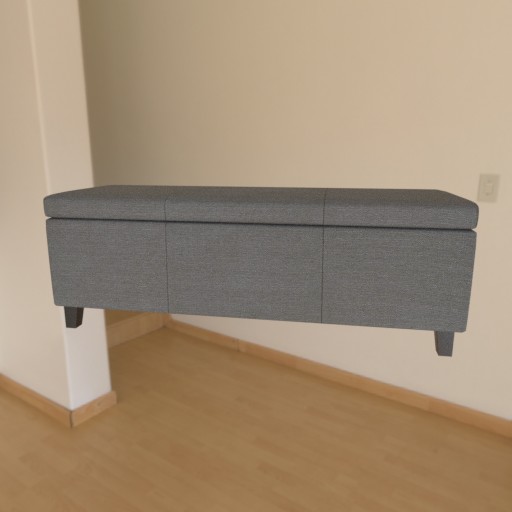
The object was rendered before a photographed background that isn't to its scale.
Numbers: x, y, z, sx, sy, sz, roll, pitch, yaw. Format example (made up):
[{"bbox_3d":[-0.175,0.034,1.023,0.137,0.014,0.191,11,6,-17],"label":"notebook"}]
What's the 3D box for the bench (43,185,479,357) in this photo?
[{"bbox_3d":[0.000,0.000,1.489,1.269,0.438,0.446,2,13,10],"label":"bench"}]
